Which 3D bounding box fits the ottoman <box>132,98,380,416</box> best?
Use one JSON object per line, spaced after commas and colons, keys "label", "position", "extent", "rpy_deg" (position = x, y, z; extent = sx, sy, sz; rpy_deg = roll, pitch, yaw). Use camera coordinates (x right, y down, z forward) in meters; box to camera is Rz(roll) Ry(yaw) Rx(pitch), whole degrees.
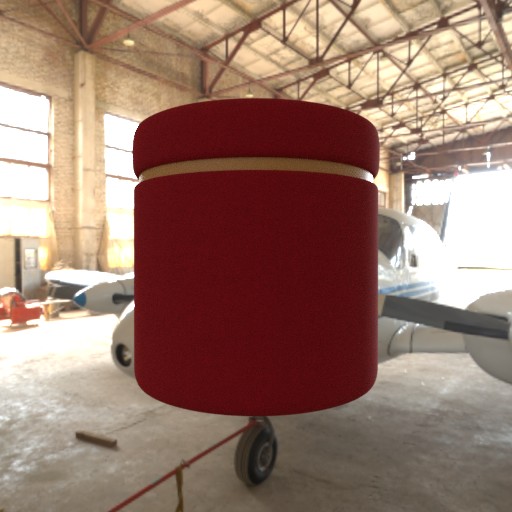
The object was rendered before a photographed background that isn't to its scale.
{"label": "ottoman", "position": [0.000, 0.000, 0.745], "extent": [0.400, 0.406, 0.400], "rpy_deg": [0, 0, 0]}
